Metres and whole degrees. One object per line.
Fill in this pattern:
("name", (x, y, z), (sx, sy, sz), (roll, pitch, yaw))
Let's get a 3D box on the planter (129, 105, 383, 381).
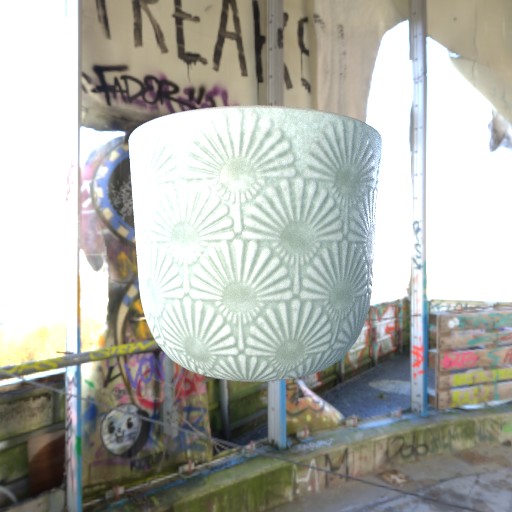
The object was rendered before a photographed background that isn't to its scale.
("planter", (0.000, 0.000, 0.307), (0.170, 0.152, 0.170), (0, 0, 0))
